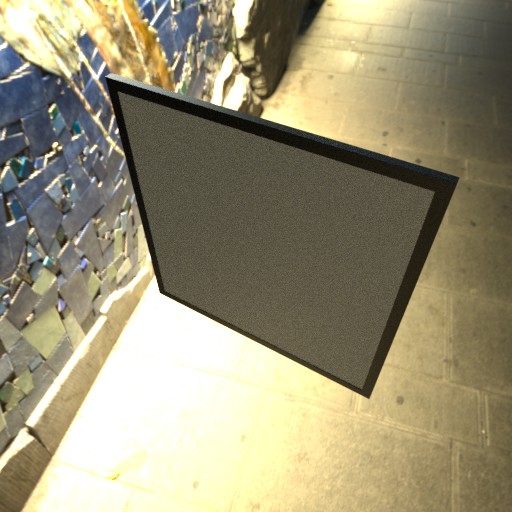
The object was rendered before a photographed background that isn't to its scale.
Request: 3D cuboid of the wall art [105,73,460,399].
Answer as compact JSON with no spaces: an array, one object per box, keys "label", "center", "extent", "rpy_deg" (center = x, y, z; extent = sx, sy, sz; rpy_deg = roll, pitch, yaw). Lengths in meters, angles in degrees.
[{"label":"wall art","center":[0.000,0.000,1.195],"extent":[0.807,0.807,0.022],"rpy_deg":[23,51,20]}]
